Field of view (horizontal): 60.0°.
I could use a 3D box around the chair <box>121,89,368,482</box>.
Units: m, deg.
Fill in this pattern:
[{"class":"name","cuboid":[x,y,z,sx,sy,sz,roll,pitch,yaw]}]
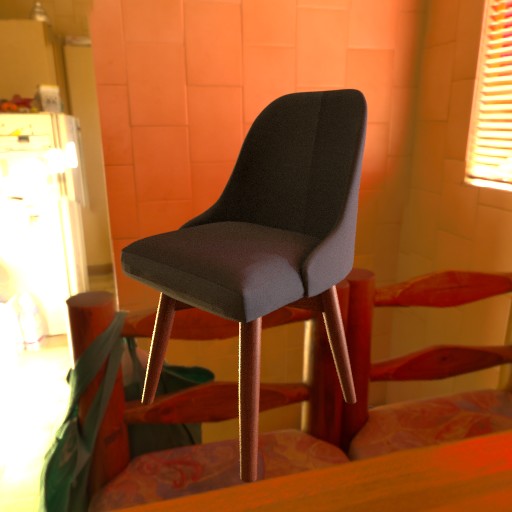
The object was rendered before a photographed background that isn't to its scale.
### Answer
[{"class":"chair","cuboid":[0.000,0.000,1.213,0.503,0.882,0.589,15,22,42]}]
